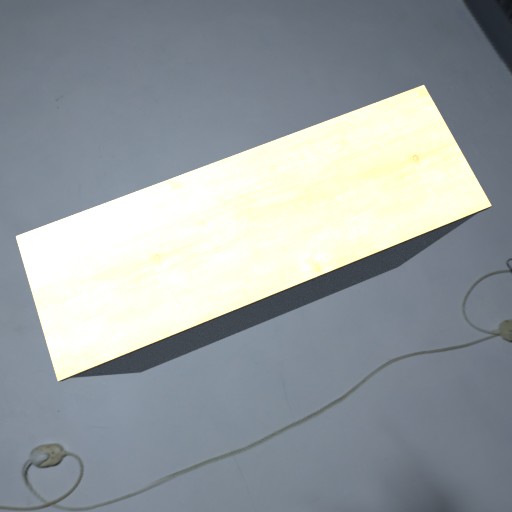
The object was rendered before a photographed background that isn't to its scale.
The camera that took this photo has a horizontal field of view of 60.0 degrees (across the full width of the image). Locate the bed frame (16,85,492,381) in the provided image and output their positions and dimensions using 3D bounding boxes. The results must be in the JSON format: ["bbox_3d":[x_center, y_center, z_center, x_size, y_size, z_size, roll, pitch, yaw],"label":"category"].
[{"bbox_3d":[0.000,0.000,1.683,1.300,0.850,0.430,-22,77,-5],"label":"bed frame"}]
